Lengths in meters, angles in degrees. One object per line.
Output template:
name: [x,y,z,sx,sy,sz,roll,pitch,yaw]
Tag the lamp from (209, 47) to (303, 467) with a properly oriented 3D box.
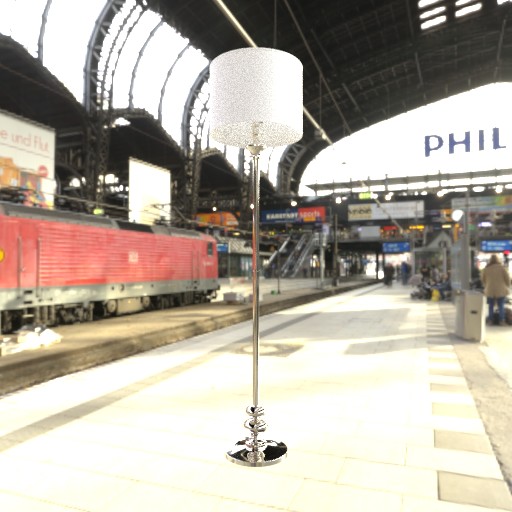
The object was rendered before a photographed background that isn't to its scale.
lamp: [0.000,0.000,1.693,0.356,1.487,0.356,0,-2,19]
